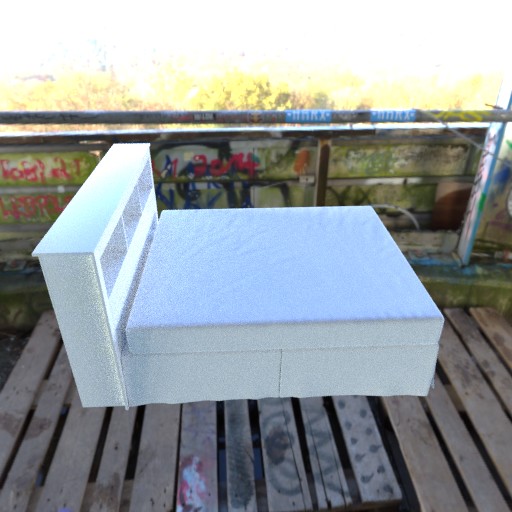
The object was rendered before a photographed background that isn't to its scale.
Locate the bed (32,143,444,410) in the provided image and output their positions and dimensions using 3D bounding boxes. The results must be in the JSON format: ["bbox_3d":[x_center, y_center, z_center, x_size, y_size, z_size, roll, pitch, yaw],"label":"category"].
[{"bbox_3d":[0.000,0.000,3.060,2.133,1.092,1.671,-1,31,-2],"label":"bed"}]
